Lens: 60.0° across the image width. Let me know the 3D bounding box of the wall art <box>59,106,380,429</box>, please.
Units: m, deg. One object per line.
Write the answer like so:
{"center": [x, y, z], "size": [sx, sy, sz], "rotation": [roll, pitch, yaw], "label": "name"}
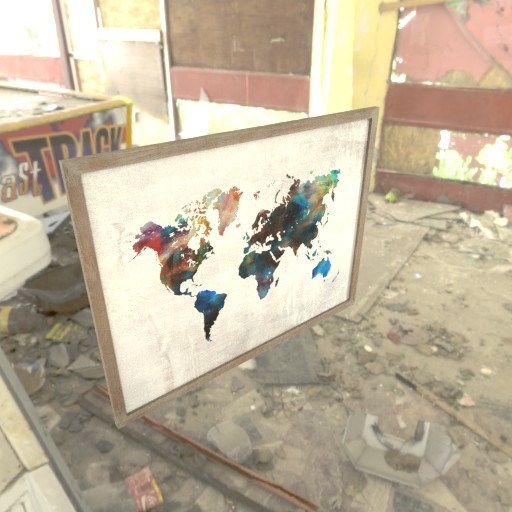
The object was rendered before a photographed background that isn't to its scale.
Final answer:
{"center": [0.000, 0.000, 1.360], "size": [1.012, 0.774, 0.019], "rotation": [-21, 34, -33], "label": "wall art"}
